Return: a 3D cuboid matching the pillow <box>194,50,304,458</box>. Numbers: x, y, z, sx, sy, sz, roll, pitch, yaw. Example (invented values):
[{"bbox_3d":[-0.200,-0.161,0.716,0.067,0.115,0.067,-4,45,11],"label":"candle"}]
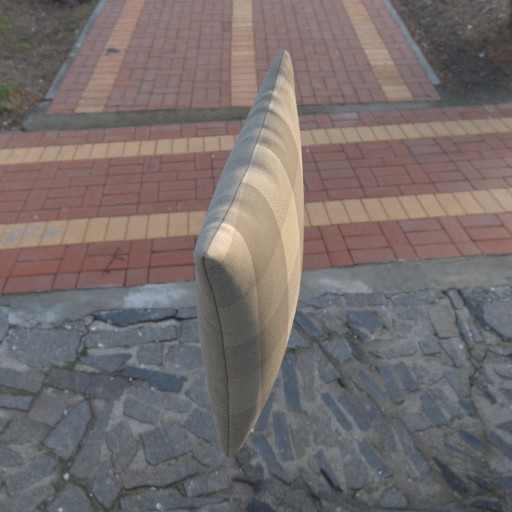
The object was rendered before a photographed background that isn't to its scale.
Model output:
[{"bbox_3d":[0.000,0.000,0.770,0.161,0.509,0.511,8,46,8],"label":"pillow"}]
